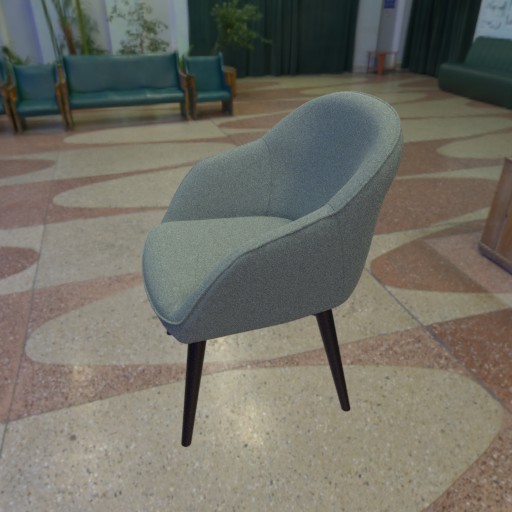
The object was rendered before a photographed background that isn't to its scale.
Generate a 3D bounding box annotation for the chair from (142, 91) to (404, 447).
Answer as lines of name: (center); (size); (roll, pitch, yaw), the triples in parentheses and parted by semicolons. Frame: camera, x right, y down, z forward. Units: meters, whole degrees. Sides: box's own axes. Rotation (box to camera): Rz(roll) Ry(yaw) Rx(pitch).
chair: (0.000, 0.000, 1.216); (0.611, 0.810, 0.589); (-7, 31, -13)
